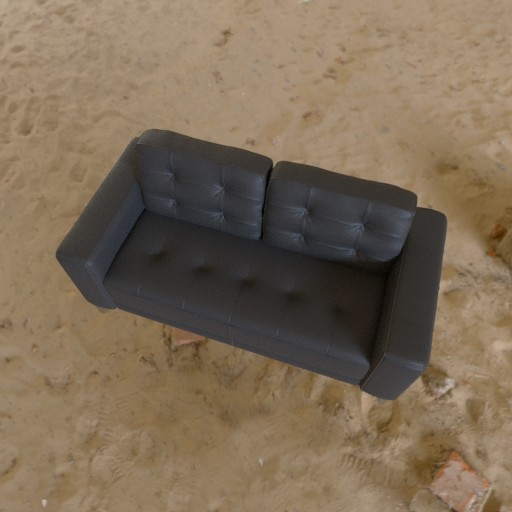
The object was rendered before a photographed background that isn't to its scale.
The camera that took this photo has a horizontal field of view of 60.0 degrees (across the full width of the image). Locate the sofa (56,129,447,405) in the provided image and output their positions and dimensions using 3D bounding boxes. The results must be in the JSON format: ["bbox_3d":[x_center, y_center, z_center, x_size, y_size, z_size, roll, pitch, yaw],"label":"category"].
[{"bbox_3d":[0.000,0.000,2.242,1.726,0.893,0.833,16,59,10],"label":"sofa"}]
